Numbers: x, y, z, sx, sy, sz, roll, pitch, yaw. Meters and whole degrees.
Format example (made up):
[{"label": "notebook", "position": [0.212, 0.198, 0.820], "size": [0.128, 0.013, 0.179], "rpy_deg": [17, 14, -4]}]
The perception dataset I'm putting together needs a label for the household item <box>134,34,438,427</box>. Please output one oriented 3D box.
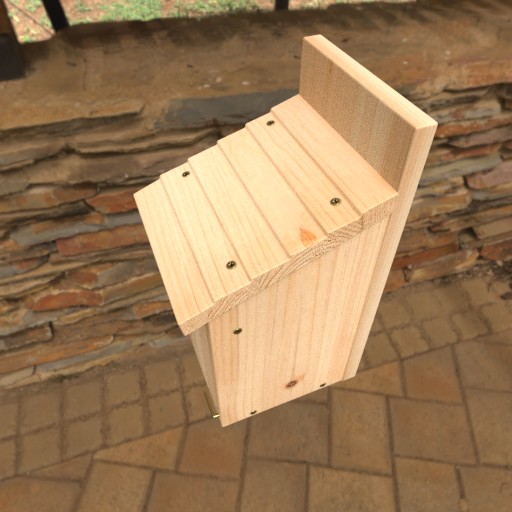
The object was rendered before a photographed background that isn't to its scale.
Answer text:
[{"label": "household item", "position": [0.000, 0.000, 0.391], "size": [0.171, 0.300, 0.149], "rpy_deg": [-16, 49, -15]}]
